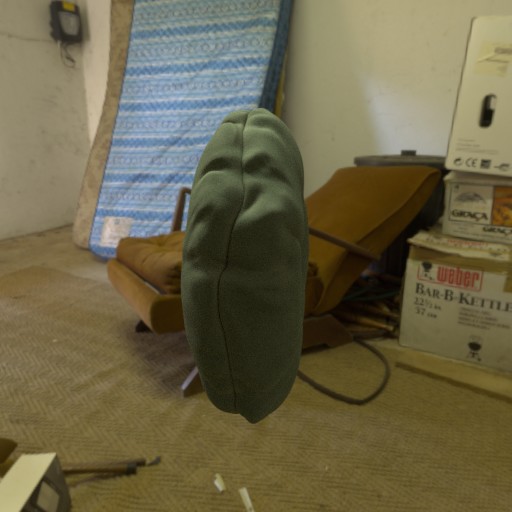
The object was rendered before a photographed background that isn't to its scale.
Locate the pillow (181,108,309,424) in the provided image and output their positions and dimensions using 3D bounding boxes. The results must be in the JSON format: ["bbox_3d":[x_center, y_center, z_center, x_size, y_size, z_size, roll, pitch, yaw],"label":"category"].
[{"bbox_3d":[0.000,0.000,0.644,0.148,0.407,0.428,2,16,8],"label":"pillow"}]
